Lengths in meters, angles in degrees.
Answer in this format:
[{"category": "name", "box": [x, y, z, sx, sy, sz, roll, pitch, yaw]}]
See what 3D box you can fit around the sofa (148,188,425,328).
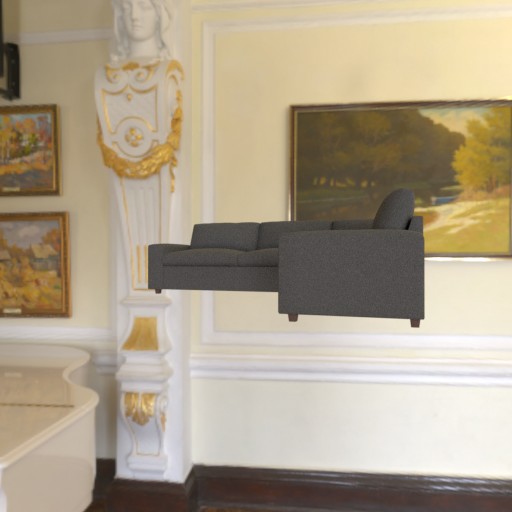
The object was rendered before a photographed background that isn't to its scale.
[{"category": "sofa", "box": [0.000, 0.000, 4.744, 3.277, 0.965, 2.895, 0, 0, 19]}]
